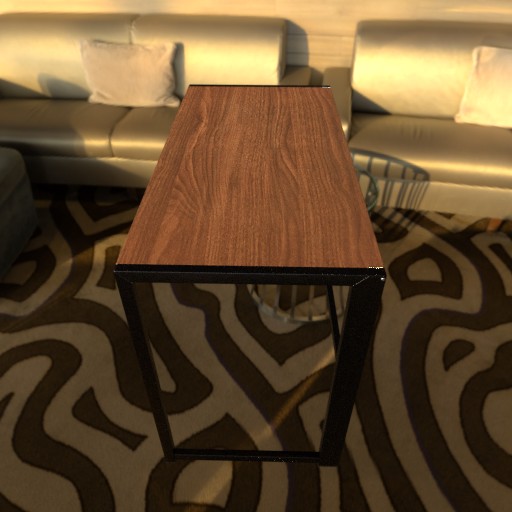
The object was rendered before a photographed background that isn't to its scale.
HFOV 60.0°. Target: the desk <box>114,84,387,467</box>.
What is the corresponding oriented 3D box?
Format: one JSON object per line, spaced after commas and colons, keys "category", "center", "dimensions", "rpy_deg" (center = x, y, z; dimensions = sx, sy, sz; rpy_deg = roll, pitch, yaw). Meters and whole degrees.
{"category": "desk", "center": [0.000, 0.000, 1.451], "dimensions": [0.508, 0.762, 1.016], "rpy_deg": [1, 40, 1]}
